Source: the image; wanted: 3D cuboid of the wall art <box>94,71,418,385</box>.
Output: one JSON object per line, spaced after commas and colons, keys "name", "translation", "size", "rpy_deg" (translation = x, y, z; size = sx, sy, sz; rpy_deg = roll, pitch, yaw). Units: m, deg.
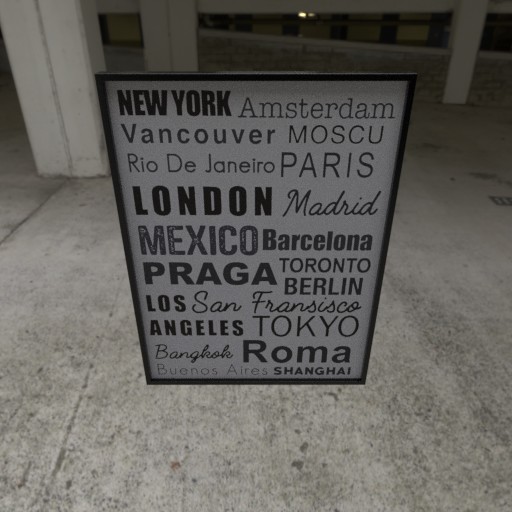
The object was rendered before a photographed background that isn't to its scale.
{"name": "wall art", "translation": [0.000, 0.000, 1.357], "size": [0.788, 1.046, 0.043], "rpy_deg": [0, 30, 0]}
